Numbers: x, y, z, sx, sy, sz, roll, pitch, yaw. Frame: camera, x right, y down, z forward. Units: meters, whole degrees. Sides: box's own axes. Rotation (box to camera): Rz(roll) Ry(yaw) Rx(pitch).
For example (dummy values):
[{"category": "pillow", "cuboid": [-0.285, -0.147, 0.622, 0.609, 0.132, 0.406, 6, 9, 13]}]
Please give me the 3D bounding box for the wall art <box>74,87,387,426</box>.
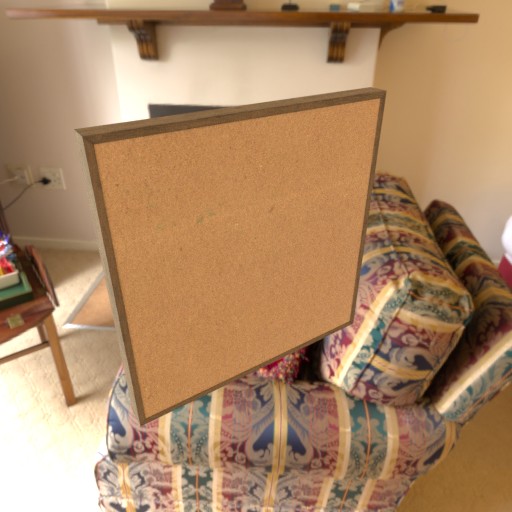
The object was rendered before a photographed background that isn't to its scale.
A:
[{"category": "wall art", "cuboid": [0.000, 0.000, 0.778, 0.508, 0.508, 0.038, -19, 36, -28]}]
